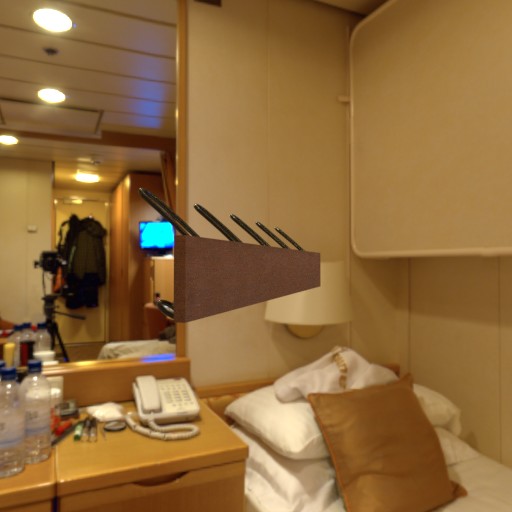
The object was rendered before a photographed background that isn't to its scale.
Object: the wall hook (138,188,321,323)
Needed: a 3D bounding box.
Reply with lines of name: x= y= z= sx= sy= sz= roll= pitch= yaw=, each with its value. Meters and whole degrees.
wall hook: x=0.000 y=0.000 z=0.599 sx=0.076 sy=0.116 sz=0.554 roll=0 pitch=-1 yaw=18
